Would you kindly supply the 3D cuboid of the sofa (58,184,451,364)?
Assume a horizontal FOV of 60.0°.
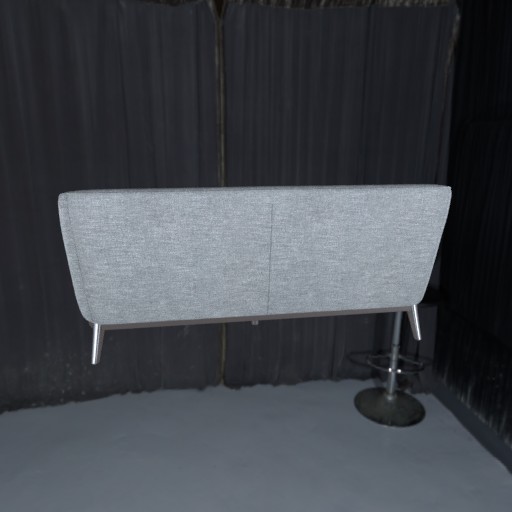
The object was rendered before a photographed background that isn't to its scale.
[{"bbox_3d":[0.000,0.000,2.420,1.928,0.829,0.867,-2,15,-9],"label":"sofa"}]
